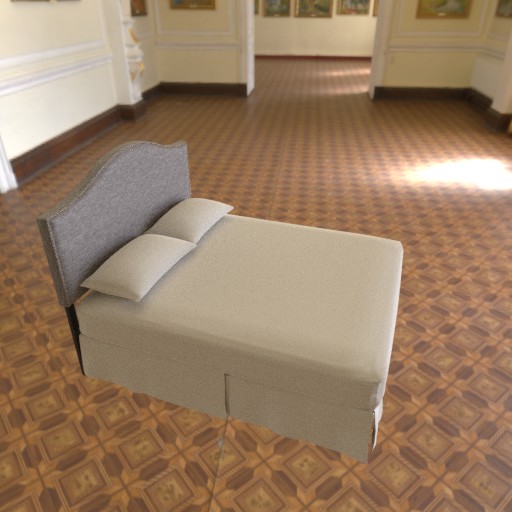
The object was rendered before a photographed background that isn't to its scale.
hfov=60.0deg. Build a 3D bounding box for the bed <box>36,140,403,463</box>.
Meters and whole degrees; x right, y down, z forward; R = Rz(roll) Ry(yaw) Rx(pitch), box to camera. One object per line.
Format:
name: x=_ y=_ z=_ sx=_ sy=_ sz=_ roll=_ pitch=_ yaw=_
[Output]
bed: x=0.000 y=0.000 z=2.903 sx=1.870 sy=1.295 sz=1.610 roll=10 pitch=31 yaw=17
